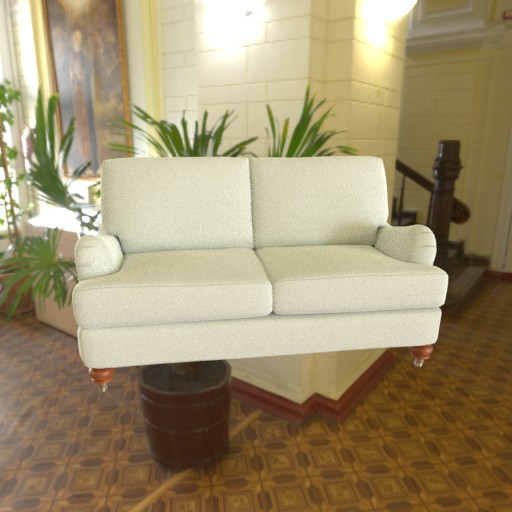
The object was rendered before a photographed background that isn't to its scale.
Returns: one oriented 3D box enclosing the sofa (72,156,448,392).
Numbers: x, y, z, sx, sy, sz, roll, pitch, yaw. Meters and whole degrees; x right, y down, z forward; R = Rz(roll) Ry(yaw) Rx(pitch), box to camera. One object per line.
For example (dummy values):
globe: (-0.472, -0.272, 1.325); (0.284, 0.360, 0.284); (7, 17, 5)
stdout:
sofa: (0.000, 0.000, 2.559); (1.853, 1.101, 1.084); (-2, 15, -8)
